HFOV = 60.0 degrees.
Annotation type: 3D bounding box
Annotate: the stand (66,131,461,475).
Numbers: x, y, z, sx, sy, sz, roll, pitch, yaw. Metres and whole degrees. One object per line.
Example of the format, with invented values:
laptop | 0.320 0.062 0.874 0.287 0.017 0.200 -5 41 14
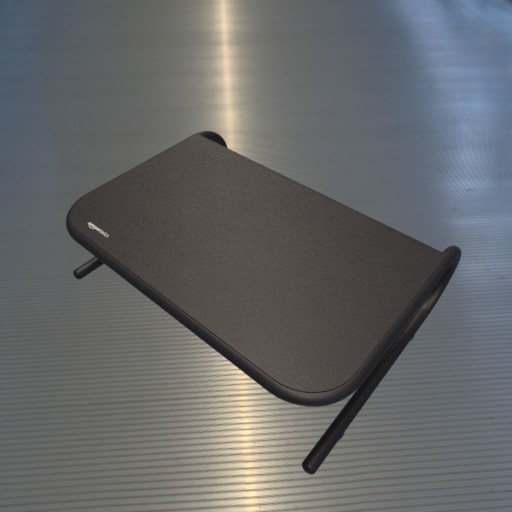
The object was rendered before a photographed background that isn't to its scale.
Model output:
stand | 0.000 0.000 0.514 0.370 0.108 0.280 31 53 27
